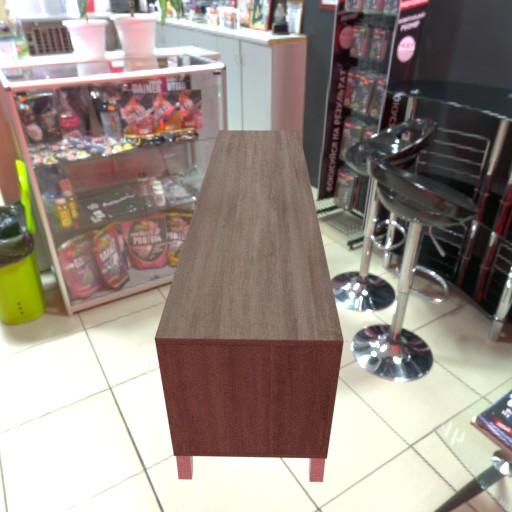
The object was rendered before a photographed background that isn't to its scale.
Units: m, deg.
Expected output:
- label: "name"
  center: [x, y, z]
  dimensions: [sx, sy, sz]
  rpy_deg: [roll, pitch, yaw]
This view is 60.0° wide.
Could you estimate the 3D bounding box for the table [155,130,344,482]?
- label: "table"
  center: [0.000, 0.000, 1.710]
  dimensions: [0.400, 0.530, 1.500]
  rpy_deg: [1, 32, 1]
